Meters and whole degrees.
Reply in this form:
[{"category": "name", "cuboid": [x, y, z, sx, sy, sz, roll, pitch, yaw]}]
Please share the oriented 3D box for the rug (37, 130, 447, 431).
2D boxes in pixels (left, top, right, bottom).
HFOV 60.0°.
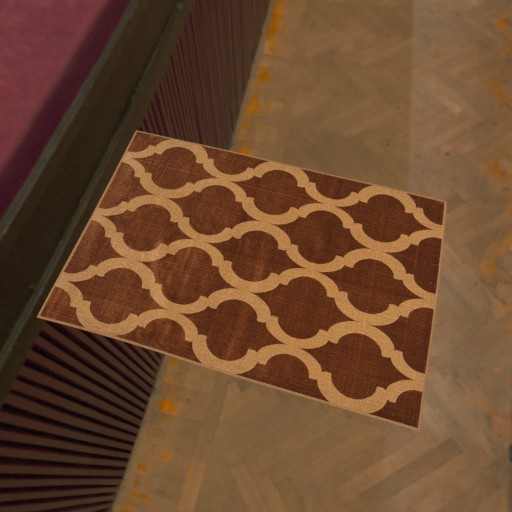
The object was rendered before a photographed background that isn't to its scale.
[{"category": "rug", "cuboid": [0.000, 0.000, 2.832, 2.290, 0.014, 1.526, 15, 64, 7]}]
